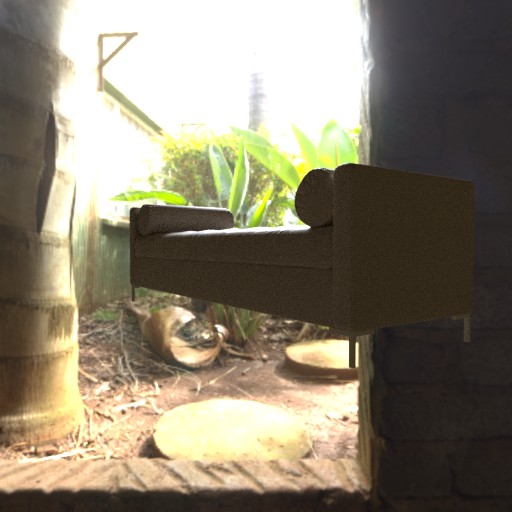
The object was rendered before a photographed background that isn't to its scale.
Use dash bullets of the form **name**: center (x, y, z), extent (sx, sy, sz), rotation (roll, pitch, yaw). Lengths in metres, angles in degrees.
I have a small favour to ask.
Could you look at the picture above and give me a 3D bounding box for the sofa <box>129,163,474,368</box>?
- **sofa**: center (0.000, 0.000, 2.326), extent (0.686, 0.635, 1.981), rotation (-1, 2, -35)
